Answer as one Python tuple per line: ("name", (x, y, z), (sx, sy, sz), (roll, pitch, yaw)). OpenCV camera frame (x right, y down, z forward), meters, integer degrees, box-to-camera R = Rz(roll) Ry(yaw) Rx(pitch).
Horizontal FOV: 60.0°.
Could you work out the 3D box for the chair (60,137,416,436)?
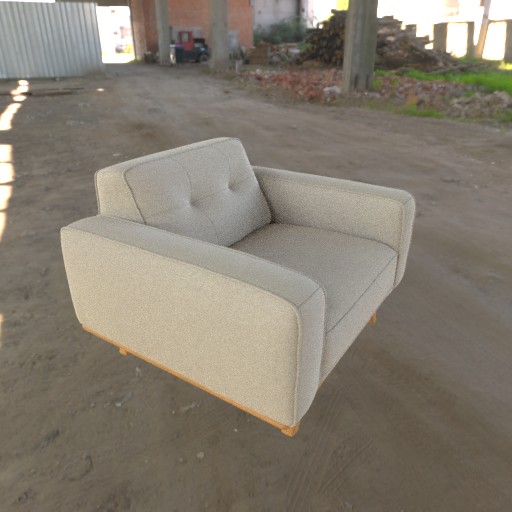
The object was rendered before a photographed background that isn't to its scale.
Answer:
("chair", (0.000, 0.000, 1.771), (0.953, 0.779, 1.115), (15, 30, 29))
